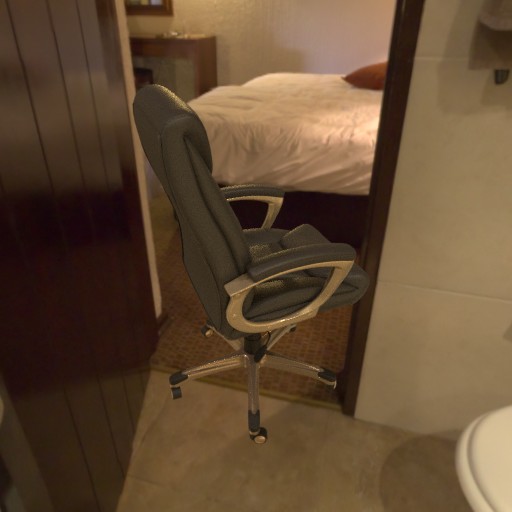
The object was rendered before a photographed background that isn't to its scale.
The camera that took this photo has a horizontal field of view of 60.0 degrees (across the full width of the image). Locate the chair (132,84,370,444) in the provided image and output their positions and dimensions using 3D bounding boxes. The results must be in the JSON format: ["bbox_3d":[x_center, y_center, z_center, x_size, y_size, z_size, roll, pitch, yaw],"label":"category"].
[{"bbox_3d":[0.000,0.000,1.645,0.748,1.188,0.694,-11,32,-18],"label":"chair"}]
